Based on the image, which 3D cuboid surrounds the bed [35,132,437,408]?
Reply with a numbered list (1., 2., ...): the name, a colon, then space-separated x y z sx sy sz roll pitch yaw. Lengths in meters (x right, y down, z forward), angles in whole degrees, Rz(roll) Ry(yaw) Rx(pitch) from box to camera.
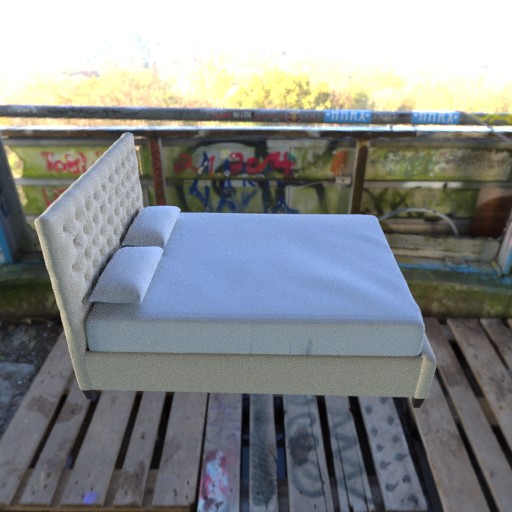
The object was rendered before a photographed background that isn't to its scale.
1. bed: 0.000 0.000 3.422 2.387 1.427 1.698 1 31 2
